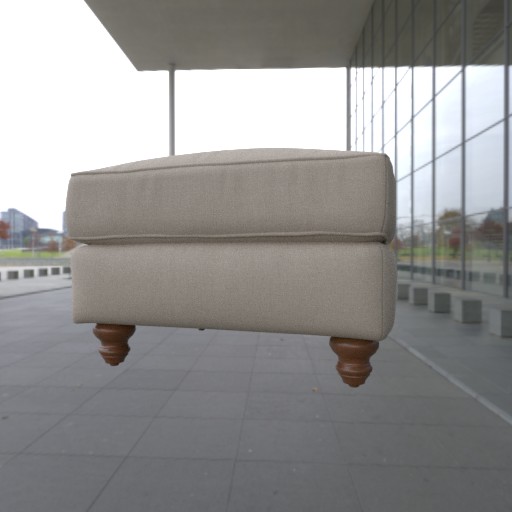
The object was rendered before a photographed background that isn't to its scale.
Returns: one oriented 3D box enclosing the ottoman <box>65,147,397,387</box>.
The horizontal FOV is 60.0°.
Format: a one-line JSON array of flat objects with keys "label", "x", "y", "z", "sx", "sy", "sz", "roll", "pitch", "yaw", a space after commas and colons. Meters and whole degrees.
[{"label": "ottoman", "x": 0.000, "y": 0.000, "z": 1.182, "sx": 0.716, "sy": 0.505, "sz": 0.662, "roll": 0, "pitch": 0, "yaw": 17}]
